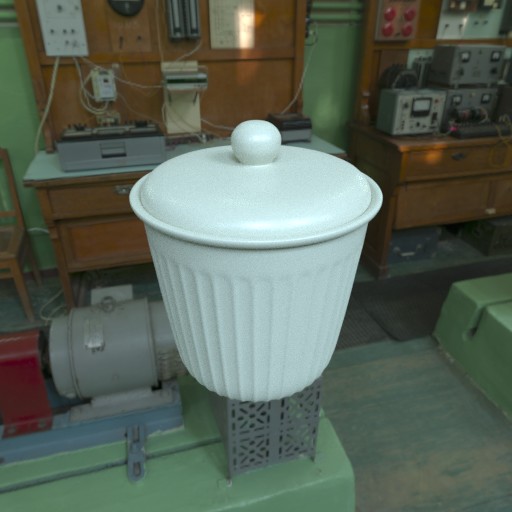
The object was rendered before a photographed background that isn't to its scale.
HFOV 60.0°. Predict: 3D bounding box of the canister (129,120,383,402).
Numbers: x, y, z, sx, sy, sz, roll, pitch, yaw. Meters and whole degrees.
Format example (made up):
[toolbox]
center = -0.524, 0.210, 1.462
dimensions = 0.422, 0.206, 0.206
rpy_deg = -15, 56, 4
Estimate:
[canister]
center = 0.000, 0.000, 0.354
dimensions = 0.181, 0.211, 0.181
rpy_deg = 0, 29, 0
